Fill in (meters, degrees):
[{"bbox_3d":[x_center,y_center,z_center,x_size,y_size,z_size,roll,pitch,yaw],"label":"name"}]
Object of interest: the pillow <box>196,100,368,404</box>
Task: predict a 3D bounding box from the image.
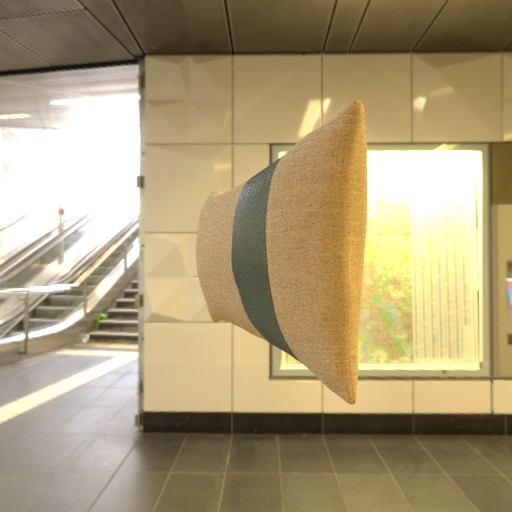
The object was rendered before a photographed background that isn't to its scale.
[{"bbox_3d":[0.000,0.000,1.015,0.197,0.429,0.859,0,-1,-19],"label":"pillow"}]
